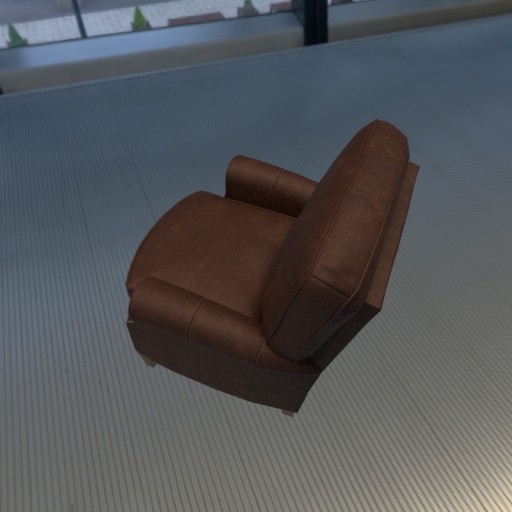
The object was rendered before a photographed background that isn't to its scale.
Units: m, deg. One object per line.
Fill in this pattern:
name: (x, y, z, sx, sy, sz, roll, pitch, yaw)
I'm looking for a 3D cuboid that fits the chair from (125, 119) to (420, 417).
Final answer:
chair: (0.000, 0.000, 1.744, 0.986, 1.018, 0.936, 17, 50, 15)
